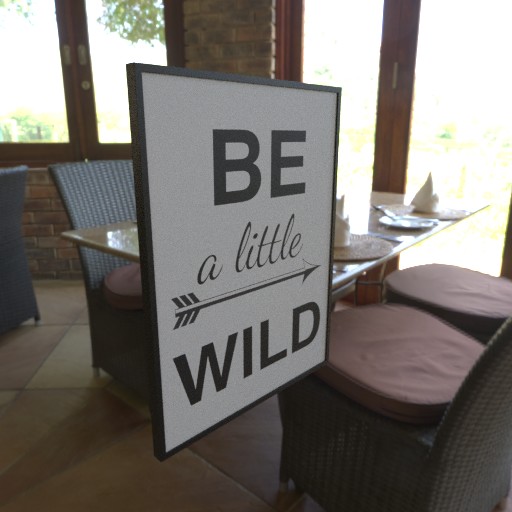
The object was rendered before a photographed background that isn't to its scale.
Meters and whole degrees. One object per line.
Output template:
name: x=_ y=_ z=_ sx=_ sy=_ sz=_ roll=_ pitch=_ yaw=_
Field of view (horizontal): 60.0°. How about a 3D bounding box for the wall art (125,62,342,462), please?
wall art: x=0.000 y=0.000 z=1.415 sx=0.038 sy=1.062 sz=0.806 roll=15 pitch=21 yaw=43
